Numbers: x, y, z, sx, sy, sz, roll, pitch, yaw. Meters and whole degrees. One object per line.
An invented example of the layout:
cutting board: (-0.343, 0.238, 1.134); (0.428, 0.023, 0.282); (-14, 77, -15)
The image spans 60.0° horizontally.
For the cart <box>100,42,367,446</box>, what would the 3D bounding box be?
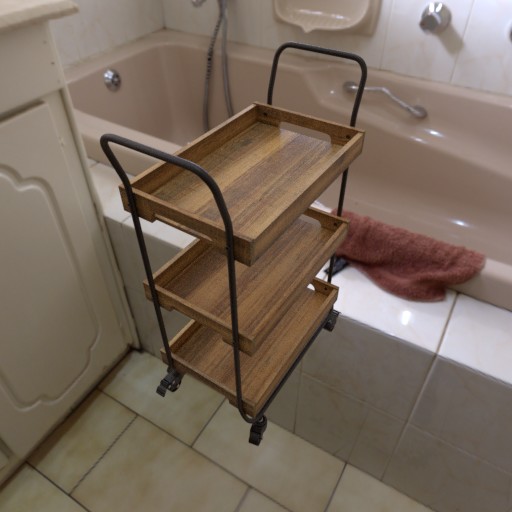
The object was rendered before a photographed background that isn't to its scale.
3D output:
cart: (0.000, 0.000, 1.127); (0.339, 0.857, 0.583); (24, 47, 24)
